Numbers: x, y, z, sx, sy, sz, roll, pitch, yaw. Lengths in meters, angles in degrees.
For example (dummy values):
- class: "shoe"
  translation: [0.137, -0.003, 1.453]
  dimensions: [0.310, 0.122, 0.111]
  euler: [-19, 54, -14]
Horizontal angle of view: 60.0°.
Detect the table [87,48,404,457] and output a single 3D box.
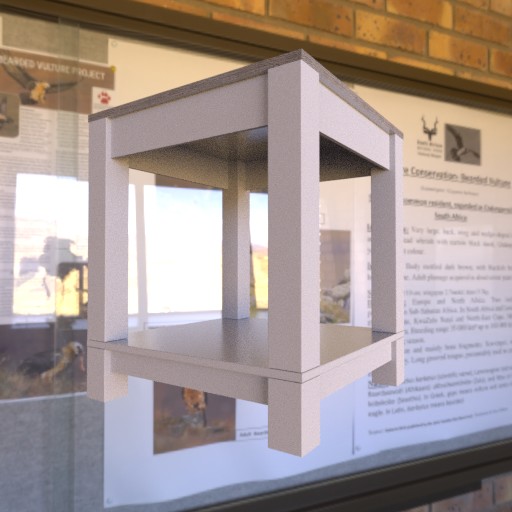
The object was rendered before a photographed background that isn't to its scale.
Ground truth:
- class: "table"
  translation: [0.000, 0.000, 0.987]
  dimensions: [0.506, 0.587, 0.504]
  euler: [-1, -1, 34]
